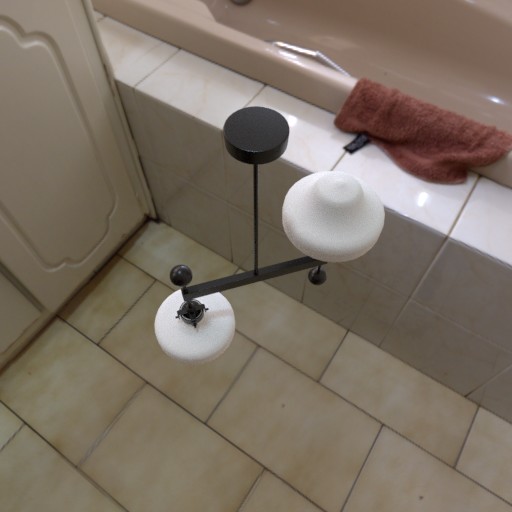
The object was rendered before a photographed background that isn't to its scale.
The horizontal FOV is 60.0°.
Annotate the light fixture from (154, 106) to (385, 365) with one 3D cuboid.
[{"bbox_3d":[0.000,0.000,1.000,0.422,0.743,0.489,32,63,18],"label":"light fixture"}]
